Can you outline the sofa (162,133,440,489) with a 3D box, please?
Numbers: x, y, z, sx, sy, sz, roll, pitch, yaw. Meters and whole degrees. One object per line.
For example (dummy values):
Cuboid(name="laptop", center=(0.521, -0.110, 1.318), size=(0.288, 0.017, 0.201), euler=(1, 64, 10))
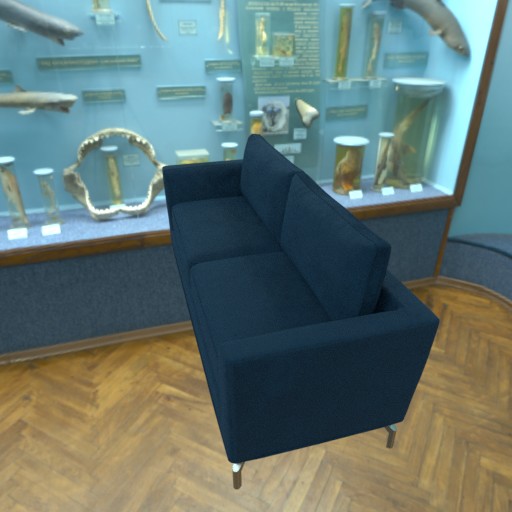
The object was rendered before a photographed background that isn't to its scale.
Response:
Cuboid(name="sofa", center=(0.000, 0.000, 2.625), size=(0.853, 0.998, 2.212), euler=(-8, 30, -14))
